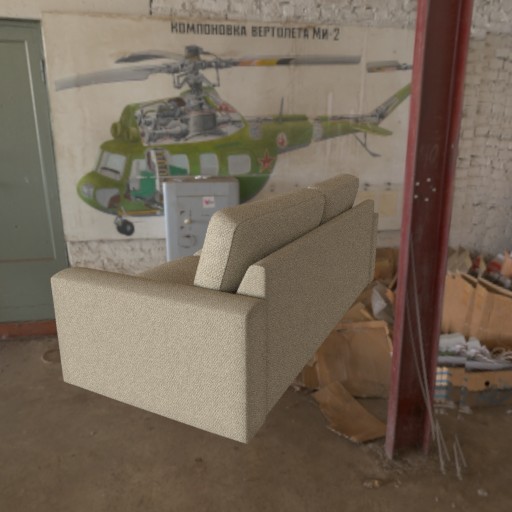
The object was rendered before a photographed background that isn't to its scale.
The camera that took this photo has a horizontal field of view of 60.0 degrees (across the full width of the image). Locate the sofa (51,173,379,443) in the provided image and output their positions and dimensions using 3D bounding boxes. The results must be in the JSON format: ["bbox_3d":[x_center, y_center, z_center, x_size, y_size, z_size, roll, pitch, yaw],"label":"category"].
[{"bbox_3d":[0.000,0.000,2.696,1.016,0.873,2.179,8,18,25],"label":"sofa"}]
